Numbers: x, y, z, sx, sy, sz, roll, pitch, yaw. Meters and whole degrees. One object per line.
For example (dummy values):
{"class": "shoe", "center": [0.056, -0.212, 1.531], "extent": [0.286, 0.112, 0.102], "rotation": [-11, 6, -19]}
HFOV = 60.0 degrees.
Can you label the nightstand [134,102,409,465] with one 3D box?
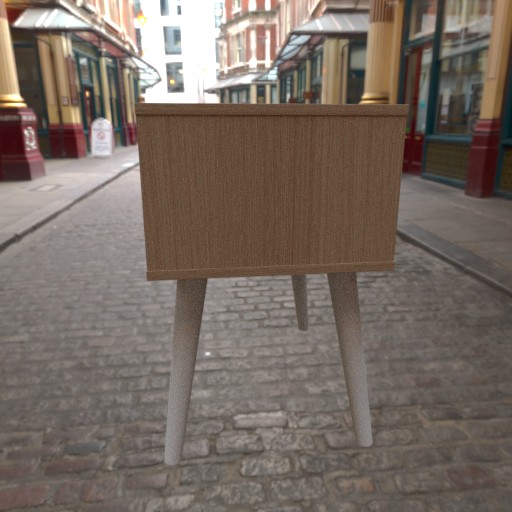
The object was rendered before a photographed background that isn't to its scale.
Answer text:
{"class": "nightstand", "center": [0.000, 0.000, 0.979], "extent": [0.407, 0.610, 0.571], "rotation": [-2, 16, -7]}
